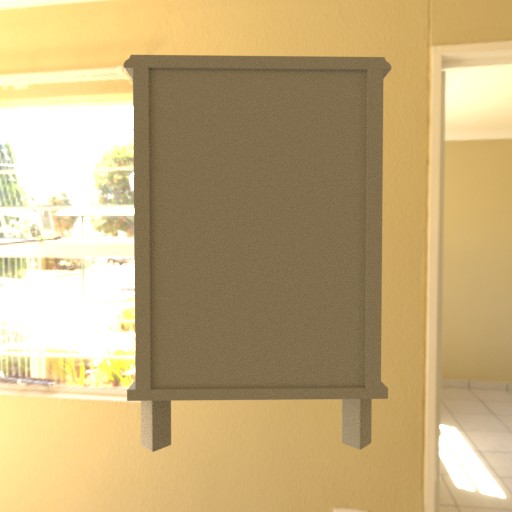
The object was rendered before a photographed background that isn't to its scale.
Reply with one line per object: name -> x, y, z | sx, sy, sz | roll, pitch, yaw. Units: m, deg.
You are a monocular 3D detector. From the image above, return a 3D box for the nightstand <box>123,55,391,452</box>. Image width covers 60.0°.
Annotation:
nightstand -> 0.000, 0.000, 0.927 | 0.450, 0.680, 0.350 | 0, 2, -1
